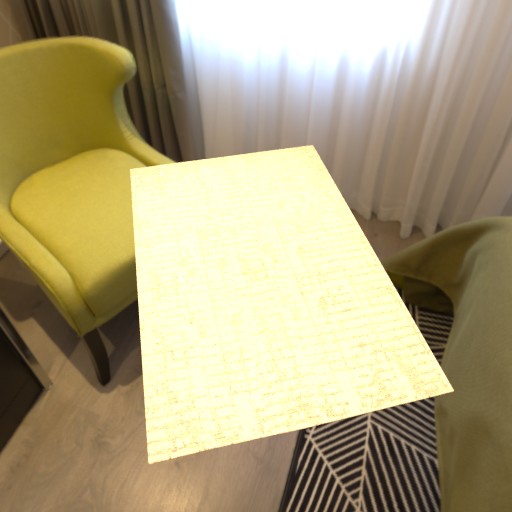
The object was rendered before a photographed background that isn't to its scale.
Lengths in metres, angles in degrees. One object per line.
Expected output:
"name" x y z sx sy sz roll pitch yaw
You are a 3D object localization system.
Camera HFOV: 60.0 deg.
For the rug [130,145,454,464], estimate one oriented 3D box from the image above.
"rug" 0.000 0.000 2.289 1.211 0.007 1.827 -10 47 -9
